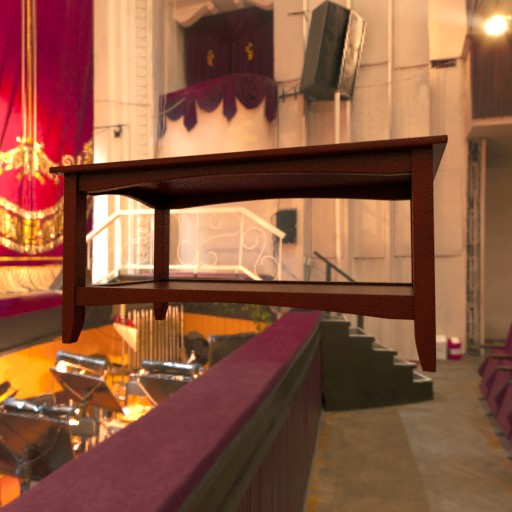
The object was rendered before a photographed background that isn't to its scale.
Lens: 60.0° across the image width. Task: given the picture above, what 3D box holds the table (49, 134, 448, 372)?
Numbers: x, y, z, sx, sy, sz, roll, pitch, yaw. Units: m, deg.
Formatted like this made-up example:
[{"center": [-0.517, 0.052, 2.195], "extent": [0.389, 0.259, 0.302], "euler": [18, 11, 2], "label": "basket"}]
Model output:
[{"center": [0.000, 0.000, 1.235], "extent": [0.943, 0.456, 0.533], "euler": [0, 0, 19], "label": "table"}]
